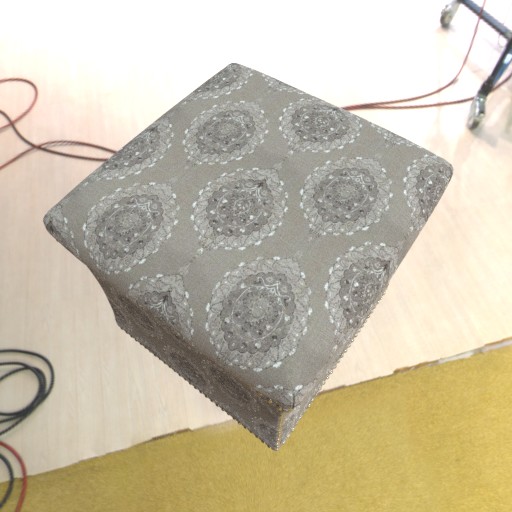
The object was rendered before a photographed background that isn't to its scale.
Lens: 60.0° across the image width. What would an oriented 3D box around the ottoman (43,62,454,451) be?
[{"bbox_3d":[0.000,0.000,0.881,0.497,0.473,0.507,33,64,18],"label":"ottoman"}]
